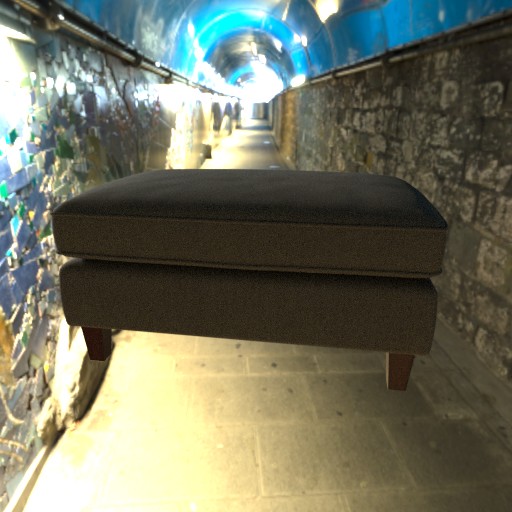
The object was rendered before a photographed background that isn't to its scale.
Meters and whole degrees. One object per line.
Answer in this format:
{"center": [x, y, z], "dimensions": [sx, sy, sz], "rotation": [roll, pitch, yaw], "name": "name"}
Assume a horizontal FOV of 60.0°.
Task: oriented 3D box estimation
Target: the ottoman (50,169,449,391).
{"center": [0.000, 0.000, 1.328], "dimensions": [0.941, 0.480, 0.636], "rotation": [3, 19, 9], "name": "ottoman"}
